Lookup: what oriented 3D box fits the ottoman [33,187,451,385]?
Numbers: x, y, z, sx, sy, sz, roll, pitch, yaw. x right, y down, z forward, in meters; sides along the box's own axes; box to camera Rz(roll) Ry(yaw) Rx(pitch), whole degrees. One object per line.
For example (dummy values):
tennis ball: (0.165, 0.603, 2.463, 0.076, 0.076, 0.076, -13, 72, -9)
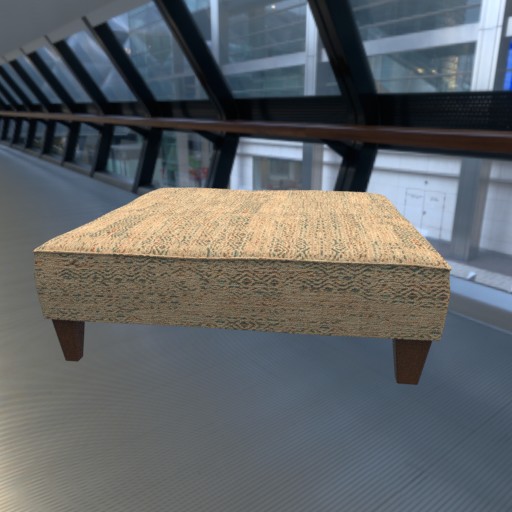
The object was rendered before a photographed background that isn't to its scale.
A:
ottoman: (0.000, 0.000, 1.524, 1.004, 0.356, 0.968, 2, 17, 7)
